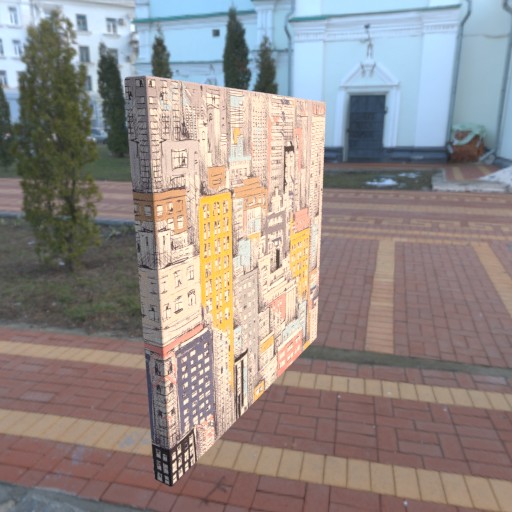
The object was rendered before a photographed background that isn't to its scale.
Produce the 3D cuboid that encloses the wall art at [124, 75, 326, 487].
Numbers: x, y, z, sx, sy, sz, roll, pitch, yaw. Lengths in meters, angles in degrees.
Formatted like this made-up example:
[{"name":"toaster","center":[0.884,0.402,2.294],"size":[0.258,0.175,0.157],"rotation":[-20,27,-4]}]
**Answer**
[{"name":"wall art","center":[0.000,0.000,1.102],"size":[0.048,0.762,0.761],"rotation":[9,18,28]}]
